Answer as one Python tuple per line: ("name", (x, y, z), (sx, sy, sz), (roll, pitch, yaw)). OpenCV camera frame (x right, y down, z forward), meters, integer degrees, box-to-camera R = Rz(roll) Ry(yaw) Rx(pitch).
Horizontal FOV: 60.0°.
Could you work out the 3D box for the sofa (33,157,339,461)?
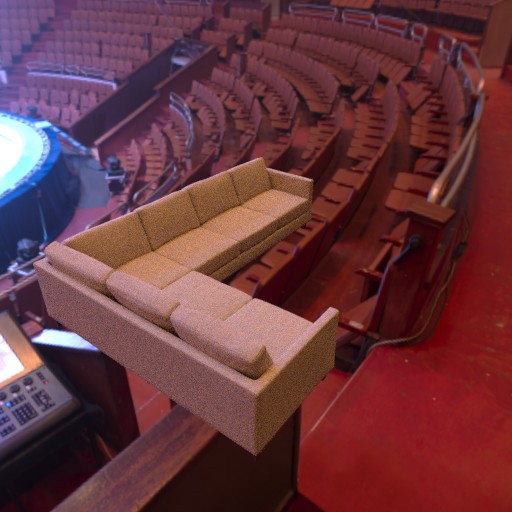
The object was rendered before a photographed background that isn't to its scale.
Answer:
("sofa", (0.000, 0.000, 4.376), (2.432, 0.863, 3.182), (21, 37, 31))
